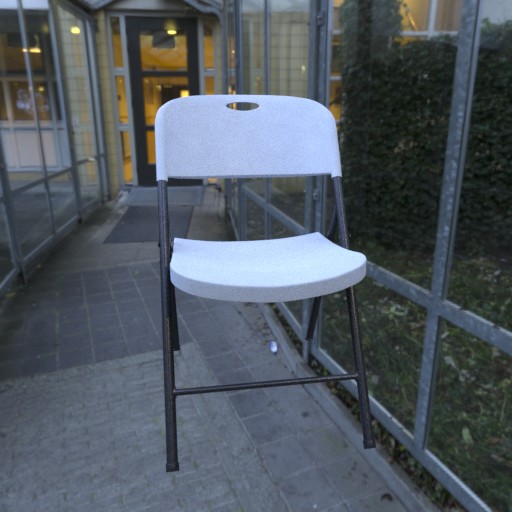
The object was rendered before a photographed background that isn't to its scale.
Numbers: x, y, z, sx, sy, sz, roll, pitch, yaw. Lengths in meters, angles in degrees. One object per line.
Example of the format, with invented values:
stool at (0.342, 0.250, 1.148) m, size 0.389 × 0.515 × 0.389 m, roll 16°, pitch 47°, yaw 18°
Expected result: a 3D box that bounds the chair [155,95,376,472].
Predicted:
chair at (0.000, 0.000, 1.155) m, size 0.494 × 0.810 × 0.566 m, roll -3°, pitch 18°, yaw -8°
